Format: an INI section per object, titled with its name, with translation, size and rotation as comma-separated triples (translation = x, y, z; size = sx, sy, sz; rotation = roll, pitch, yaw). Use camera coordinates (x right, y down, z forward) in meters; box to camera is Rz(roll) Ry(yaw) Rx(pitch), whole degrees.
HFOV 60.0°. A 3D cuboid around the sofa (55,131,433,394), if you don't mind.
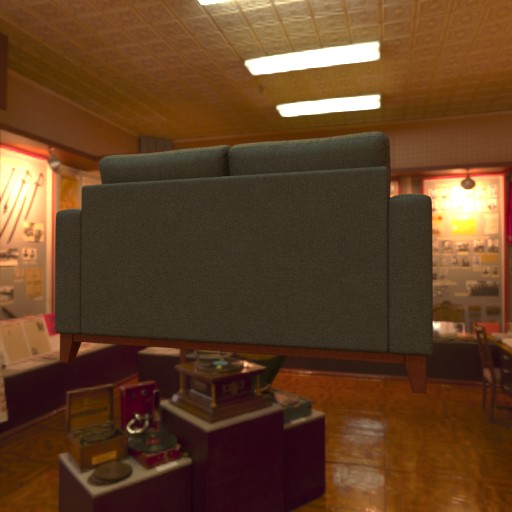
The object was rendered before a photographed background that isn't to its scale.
[sofa]
translation = 0.000, 0.000, 2.085
size = 1.489, 0.903, 0.955
rotation = 0, -1, 18
